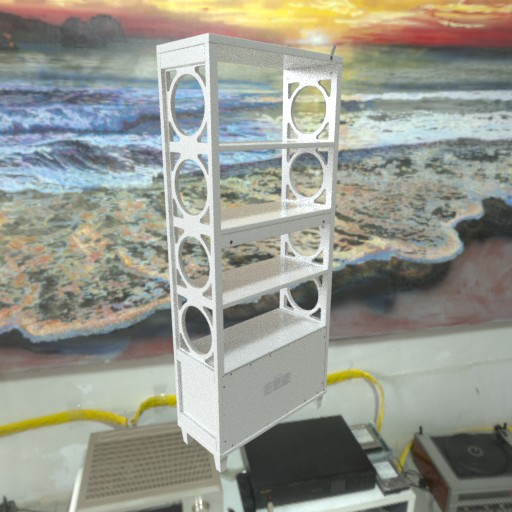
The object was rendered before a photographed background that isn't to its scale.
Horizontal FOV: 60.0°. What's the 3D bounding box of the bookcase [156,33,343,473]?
[{"bbox_3d":[0.000,0.000,2.109,0.761,1.869,0.361,-15,22,-41],"label":"bookcase"}]
